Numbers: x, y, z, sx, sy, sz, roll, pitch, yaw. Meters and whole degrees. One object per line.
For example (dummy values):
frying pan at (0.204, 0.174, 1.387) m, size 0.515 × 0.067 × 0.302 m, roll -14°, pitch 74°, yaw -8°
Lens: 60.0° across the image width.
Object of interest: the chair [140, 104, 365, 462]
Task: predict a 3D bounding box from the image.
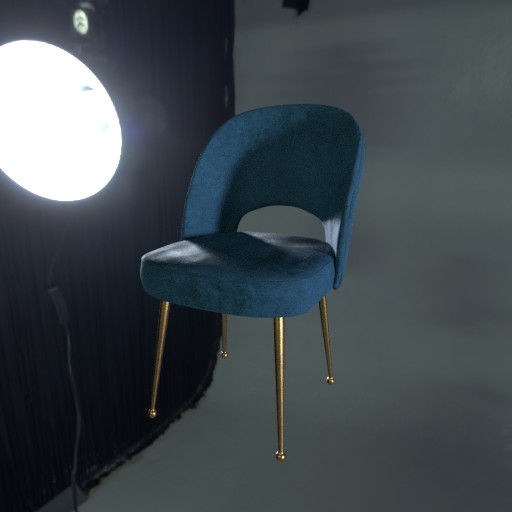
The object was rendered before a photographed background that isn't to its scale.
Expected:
chair at (0.000, 0.000, 1.261) m, size 0.527 × 0.860 × 0.577 m, roll 7°, pitch 16°, yaw 26°
